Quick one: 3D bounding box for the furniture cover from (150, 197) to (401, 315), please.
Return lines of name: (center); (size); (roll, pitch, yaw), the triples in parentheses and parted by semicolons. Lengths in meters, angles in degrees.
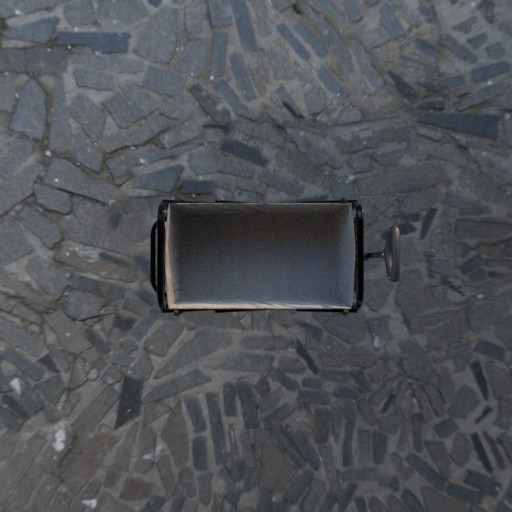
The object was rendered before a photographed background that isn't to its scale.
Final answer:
furniture cover: (0.000, 0.000, 1.829); (1.038, 1.295, 0.532); (0, 89, -1)
